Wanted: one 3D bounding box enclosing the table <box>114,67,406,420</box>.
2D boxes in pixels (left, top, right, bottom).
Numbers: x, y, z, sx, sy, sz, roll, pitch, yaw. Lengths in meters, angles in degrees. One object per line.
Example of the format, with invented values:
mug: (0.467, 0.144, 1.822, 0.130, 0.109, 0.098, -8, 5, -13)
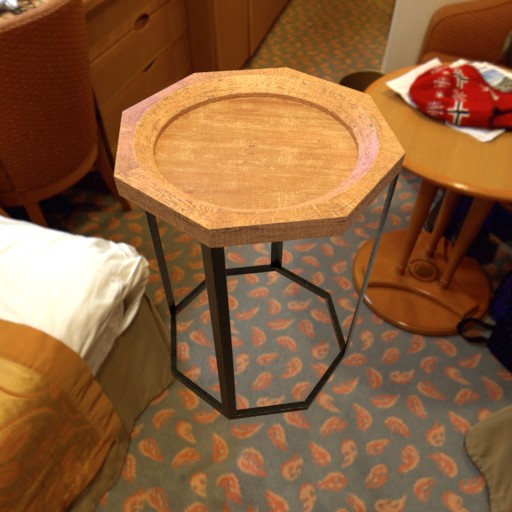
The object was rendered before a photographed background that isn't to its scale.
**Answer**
table: (0.000, 0.000, 0.865, 0.437, 0.553, 0.437, -23, 52, -20)
